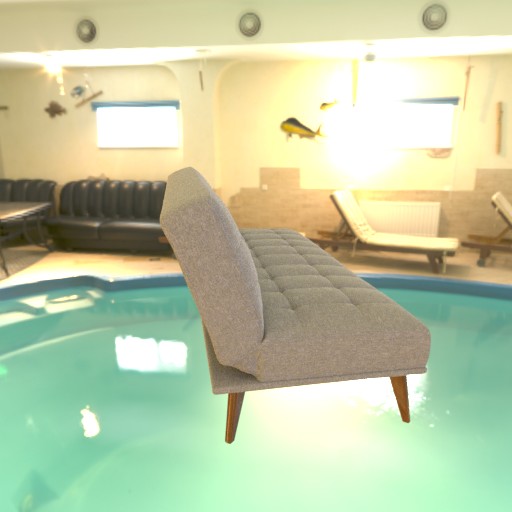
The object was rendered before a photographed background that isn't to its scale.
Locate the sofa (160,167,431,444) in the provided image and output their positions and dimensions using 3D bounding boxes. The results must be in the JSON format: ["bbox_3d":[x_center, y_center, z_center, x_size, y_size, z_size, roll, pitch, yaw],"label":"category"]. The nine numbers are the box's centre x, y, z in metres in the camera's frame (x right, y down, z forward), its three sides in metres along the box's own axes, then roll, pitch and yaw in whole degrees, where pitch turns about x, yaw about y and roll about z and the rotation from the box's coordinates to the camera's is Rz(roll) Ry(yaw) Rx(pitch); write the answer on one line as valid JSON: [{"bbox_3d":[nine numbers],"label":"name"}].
[{"bbox_3d":[0.000,0.000,2.225,0.860,0.810,1.800,-3,14,-10],"label":"sofa"}]
